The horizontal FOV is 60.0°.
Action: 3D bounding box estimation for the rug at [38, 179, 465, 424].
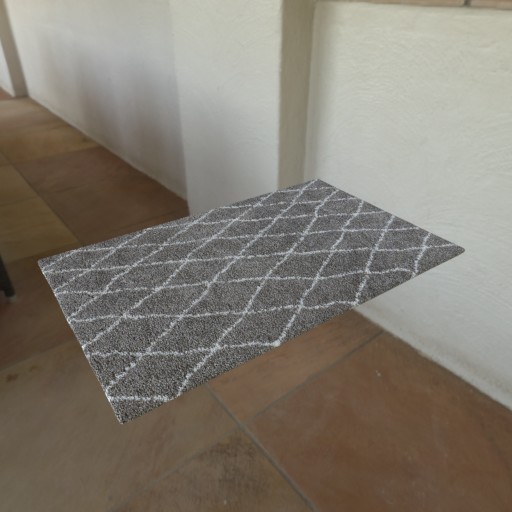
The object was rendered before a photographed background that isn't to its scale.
[{"bbox_3d":[0.000,0.000,2.968,2.438,0.030,1.524,-20,38,-29],"label":"rug"}]
